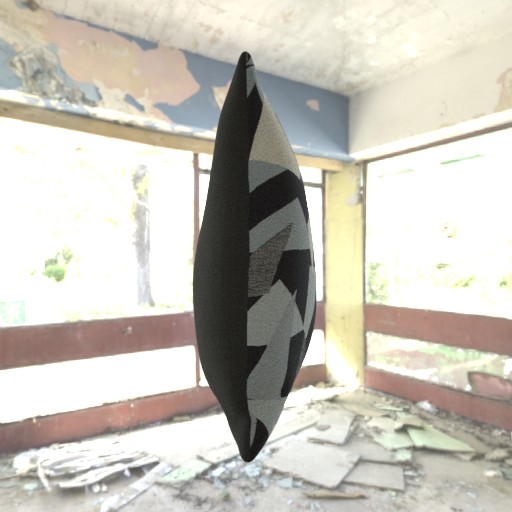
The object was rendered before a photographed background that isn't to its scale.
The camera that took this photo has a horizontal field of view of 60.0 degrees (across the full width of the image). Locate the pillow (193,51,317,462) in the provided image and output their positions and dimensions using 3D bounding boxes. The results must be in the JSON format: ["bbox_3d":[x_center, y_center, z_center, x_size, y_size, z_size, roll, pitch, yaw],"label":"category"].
[{"bbox_3d":[0.000,0.000,0.772,0.208,0.496,0.503,0,-1,1],"label":"pillow"}]
